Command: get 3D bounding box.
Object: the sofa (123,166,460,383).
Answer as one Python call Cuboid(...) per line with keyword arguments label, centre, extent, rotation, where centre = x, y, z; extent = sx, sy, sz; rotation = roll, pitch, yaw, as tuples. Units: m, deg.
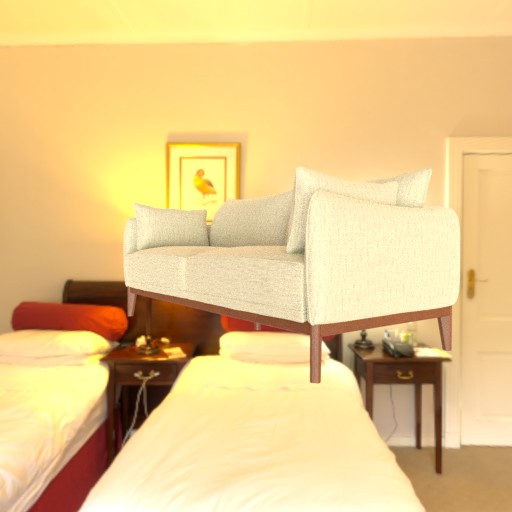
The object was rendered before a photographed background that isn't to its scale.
Cuboid(label="sofa", centre=(0.000, 0.000, 2.575), extent=(0.991, 0.860, 1.989), rotation=(-1, 1, -36))
